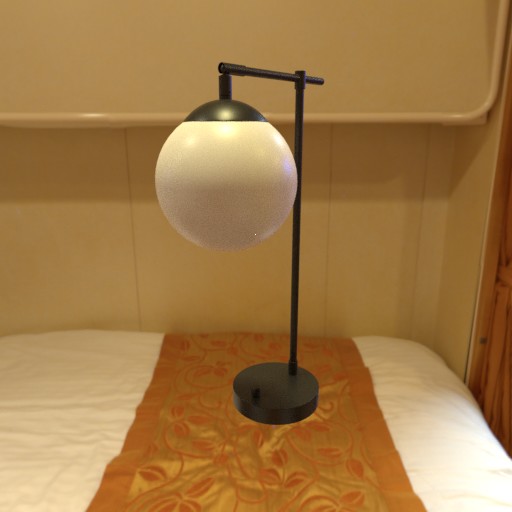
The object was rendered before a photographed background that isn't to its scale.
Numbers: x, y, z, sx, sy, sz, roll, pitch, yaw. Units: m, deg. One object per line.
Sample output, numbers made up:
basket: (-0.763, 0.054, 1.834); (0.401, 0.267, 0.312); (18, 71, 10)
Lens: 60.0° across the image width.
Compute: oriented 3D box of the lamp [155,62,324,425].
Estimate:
lamp: (0.000, 0.000, 0.697); (0.197, 0.559, 0.316); (14, 21, 42)
